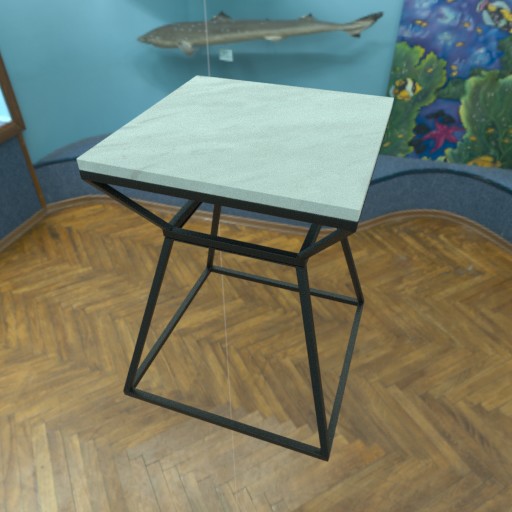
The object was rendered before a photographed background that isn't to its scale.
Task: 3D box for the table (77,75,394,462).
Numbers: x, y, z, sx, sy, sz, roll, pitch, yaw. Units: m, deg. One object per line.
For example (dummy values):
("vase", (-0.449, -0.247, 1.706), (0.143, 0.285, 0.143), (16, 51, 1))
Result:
("table", (0.000, 0.000, 0.906), (0.455, 0.559, 0.455), (12, 41, 15))
